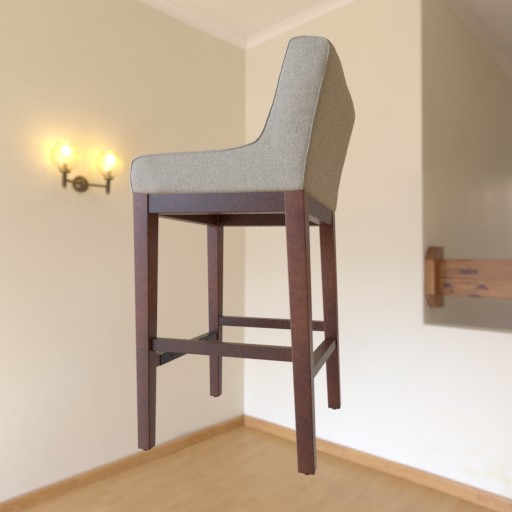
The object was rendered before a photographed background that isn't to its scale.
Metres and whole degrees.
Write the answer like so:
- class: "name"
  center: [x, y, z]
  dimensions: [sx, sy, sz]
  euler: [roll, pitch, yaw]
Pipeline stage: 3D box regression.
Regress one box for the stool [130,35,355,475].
- class: "stool"
  center: [0.000, 0.000, 1.219]
  dimensions: [0.500, 0.937, 0.511]
  euler: [0, 0, 18]
